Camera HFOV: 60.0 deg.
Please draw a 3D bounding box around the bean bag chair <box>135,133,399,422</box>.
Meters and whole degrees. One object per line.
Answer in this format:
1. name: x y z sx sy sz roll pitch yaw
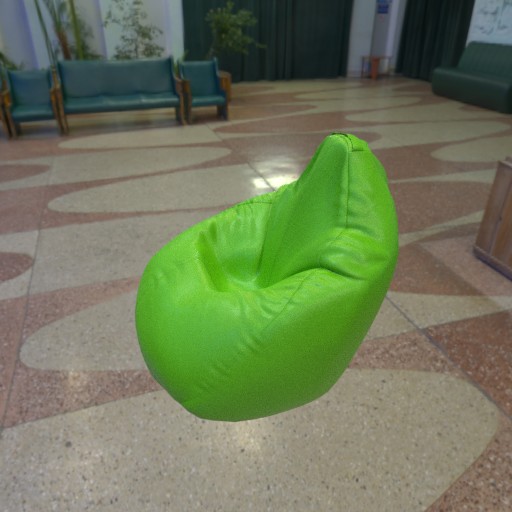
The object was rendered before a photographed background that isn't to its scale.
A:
1. bean bag chair: 0.000 0.000 1.898 1.070 0.990 1.070 -8 30 -13
